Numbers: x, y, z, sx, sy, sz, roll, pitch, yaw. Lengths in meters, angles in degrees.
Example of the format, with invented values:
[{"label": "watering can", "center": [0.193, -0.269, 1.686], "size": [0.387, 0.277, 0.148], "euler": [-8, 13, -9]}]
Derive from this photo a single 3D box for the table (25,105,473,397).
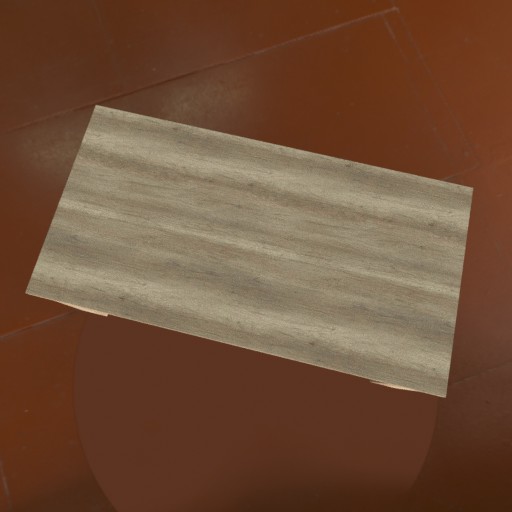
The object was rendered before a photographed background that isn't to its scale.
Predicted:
[{"label": "table", "center": [0.000, 0.000, 1.685], "size": [1.350, 0.460, 0.700], "euler": [13, 76, 3]}]
